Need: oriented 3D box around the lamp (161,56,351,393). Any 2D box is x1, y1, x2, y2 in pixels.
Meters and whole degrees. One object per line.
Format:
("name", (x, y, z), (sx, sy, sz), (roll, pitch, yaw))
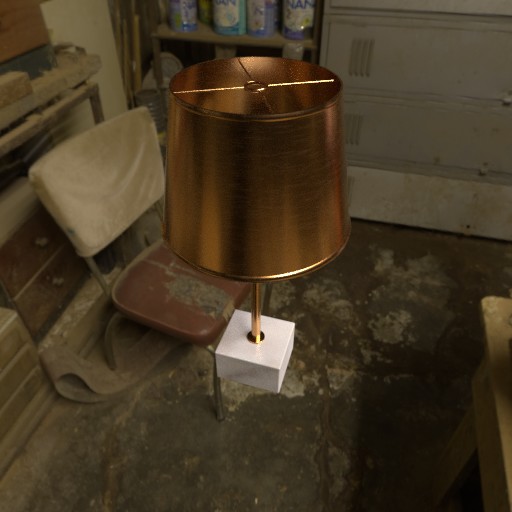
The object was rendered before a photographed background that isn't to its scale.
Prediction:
("lamp", (0.000, 0.000, 0.526), (0.208, 0.406, 0.208), (0, 40, 0))
